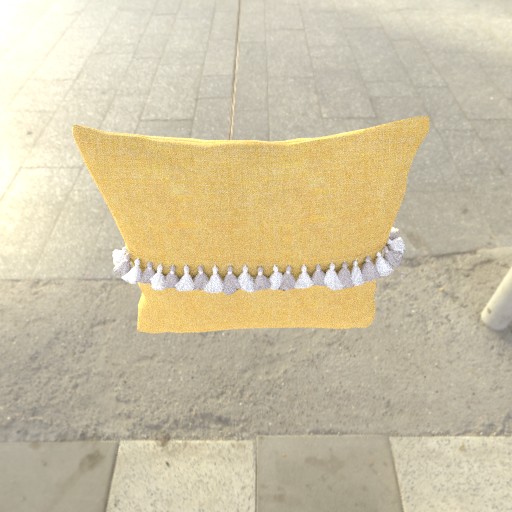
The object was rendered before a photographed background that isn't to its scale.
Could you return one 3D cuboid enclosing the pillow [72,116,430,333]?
[{"bbox_3d":[0.000,0.000,0.737,0.485,0.481,0.167,-2,47,-2],"label":"pillow"}]
